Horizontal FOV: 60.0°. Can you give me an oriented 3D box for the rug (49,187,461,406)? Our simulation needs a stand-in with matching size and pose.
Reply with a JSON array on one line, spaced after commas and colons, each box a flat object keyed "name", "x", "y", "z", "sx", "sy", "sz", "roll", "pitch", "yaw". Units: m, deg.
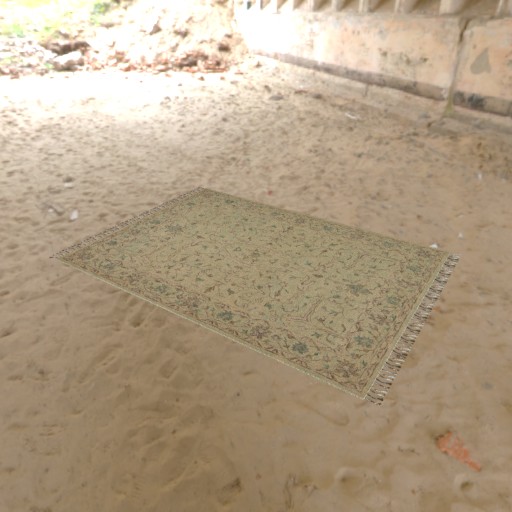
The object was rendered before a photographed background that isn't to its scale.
[{"name": "rug", "x": 0.000, "y": 0.000, "z": 2.342, "sx": 1.802, "sy": 0.008, "sz": 1.247, "roll": 18, "pitch": 35, "yaw": 29}]
